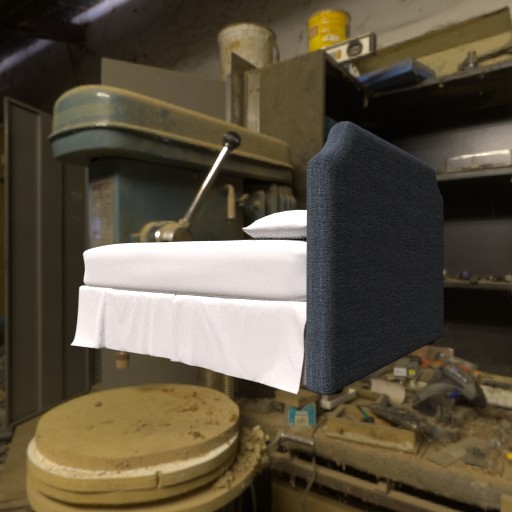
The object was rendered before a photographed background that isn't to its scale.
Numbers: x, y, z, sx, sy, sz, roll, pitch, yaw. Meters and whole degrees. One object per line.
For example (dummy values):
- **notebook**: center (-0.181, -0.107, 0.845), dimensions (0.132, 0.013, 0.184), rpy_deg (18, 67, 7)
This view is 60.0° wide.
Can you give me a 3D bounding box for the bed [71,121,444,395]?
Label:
- **bed**: center (0.000, 0.000, 3.304), dimensions (2.208, 1.297, 1.828), rpy_deg (0, 0, 38)
